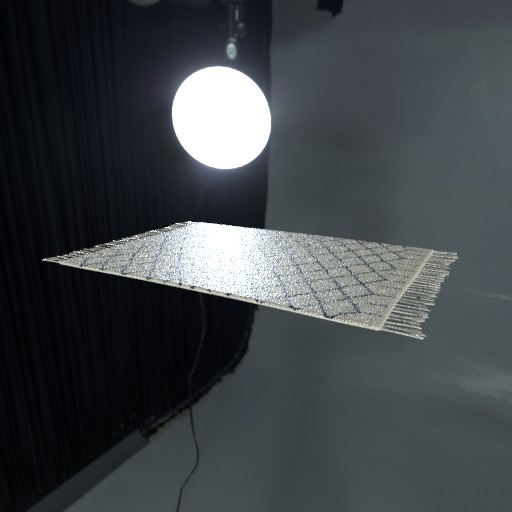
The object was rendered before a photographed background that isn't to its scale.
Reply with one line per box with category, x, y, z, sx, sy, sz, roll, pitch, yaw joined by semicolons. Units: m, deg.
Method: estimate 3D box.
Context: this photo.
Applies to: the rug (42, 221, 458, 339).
rug;0.000;0.000;3.249;2.615;0.029;1.664;9;18;28
